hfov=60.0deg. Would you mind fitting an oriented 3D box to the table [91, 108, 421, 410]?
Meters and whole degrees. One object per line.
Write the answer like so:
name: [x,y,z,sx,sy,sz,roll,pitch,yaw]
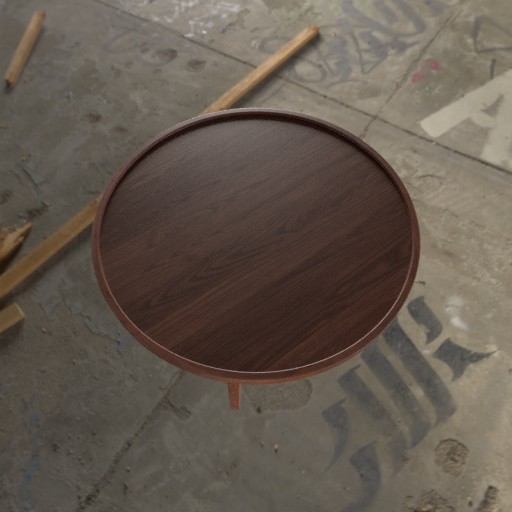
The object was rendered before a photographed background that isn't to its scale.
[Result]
table: [0.000,0.000,1.250,0.800,0.360,0.800,0,59,0]
